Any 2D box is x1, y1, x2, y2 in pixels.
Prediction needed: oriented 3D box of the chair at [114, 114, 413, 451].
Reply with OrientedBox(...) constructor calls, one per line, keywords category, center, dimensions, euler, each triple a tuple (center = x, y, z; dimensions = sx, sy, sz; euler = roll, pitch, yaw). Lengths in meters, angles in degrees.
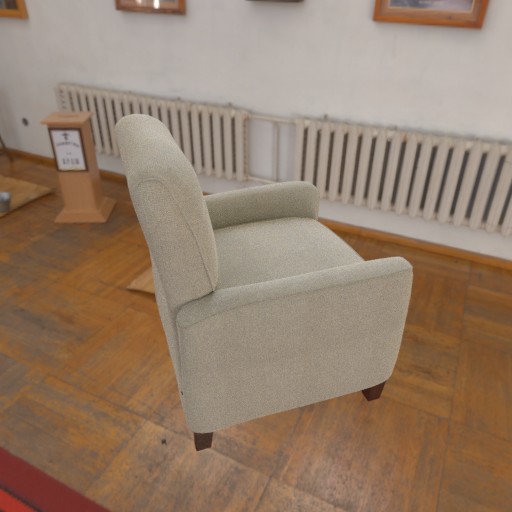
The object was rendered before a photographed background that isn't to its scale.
OrientedBox(category="chair", center=(0.000, 0.000, 1.654), dimensions=(0.853, 1.006, 0.850), euler=(-10, 32, -16))
